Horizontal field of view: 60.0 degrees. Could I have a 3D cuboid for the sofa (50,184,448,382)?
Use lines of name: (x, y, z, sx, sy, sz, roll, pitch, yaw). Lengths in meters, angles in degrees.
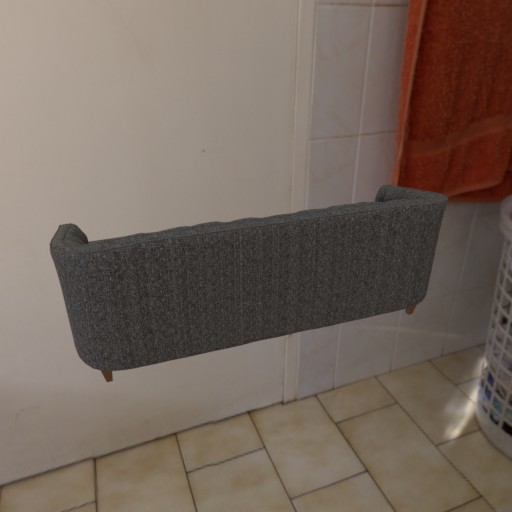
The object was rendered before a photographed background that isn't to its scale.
sofa: (0.000, 0.000, 2.811, 2.278, 0.855, 0.941, -9, 29, -17)
